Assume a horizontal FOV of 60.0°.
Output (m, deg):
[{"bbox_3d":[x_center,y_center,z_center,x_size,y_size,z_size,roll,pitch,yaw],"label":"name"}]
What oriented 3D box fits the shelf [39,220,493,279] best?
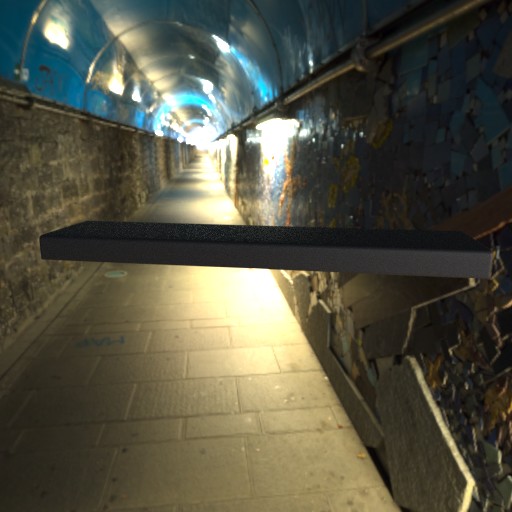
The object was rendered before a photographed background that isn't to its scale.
[{"bbox_3d":[0.000,0.000,0.494,0.456,0.053,0.102,2,14,9],"label":"shelf"}]
